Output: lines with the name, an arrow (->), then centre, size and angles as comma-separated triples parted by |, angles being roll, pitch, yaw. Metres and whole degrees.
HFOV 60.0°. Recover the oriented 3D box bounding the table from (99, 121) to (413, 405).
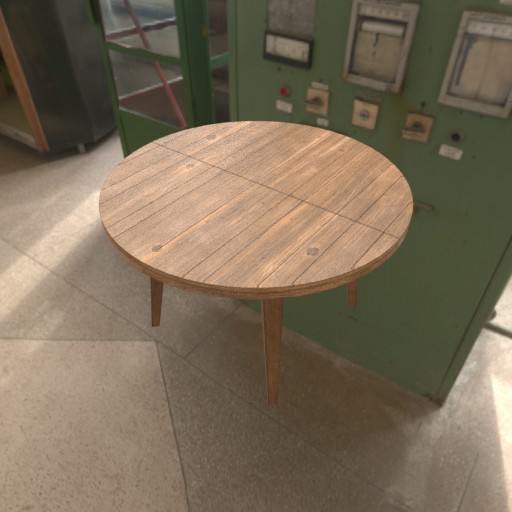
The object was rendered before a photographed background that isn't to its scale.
table -> 0.000, 0.000, 2.017 | 1.213, 0.764, 1.213 | 0, 40, 0
